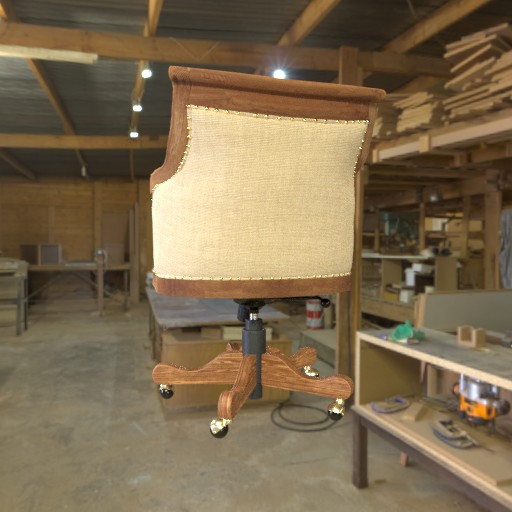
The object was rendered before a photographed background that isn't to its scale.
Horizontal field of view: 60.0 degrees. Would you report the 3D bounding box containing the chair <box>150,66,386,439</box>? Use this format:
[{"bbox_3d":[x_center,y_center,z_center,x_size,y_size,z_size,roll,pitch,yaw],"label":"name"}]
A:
[{"bbox_3d":[0.000,0.000,1.447,0.656,0.965,0.689,-1,2,-17],"label":"chair"}]
